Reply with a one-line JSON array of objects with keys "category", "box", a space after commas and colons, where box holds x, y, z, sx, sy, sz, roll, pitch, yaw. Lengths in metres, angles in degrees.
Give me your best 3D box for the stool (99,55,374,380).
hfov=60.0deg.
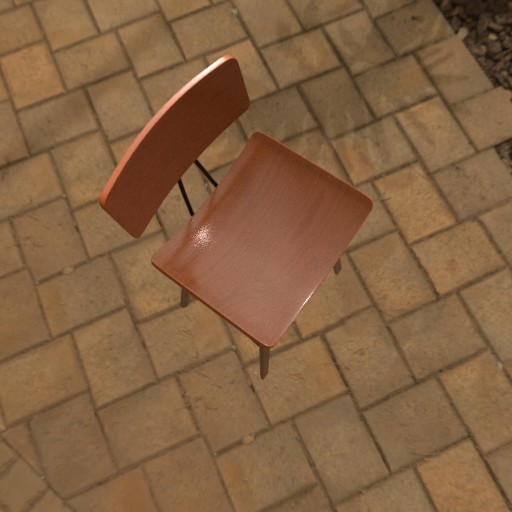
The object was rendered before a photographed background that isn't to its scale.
[{"category": "stool", "box": [0.000, 0.000, 1.215, 0.440, 0.969, 0.509, 36, 78, 9]}]
